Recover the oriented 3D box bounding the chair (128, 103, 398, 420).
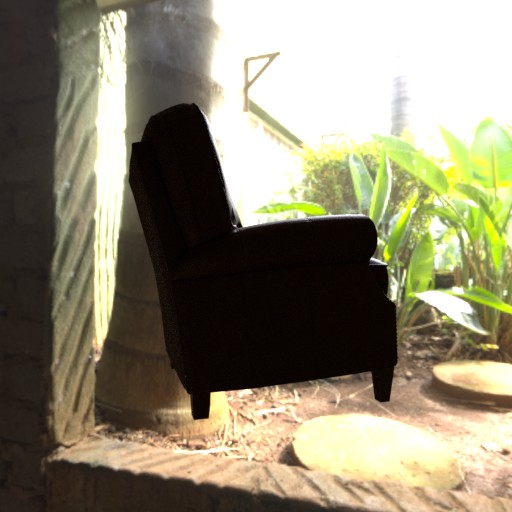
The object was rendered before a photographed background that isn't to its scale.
[{"bbox_3d":[0.000,0.000,1.796,0.986,1.018,0.936,0,0,-17],"label":"chair"}]
